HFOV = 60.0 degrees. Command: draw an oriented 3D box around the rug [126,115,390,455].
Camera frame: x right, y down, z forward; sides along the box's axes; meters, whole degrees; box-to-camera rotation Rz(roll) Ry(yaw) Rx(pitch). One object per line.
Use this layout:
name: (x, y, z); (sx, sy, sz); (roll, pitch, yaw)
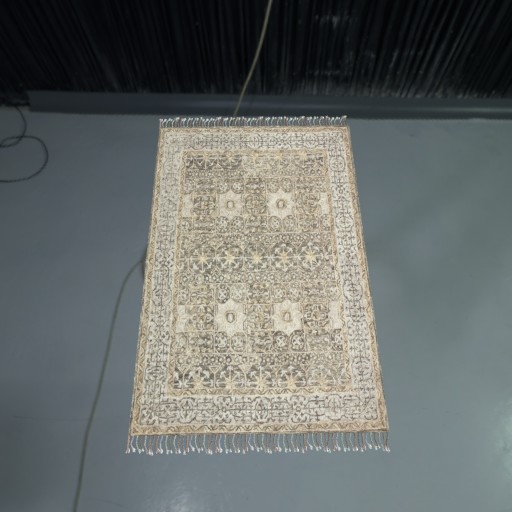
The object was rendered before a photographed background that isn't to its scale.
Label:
rug: (0.000, 0.000, 2.487); (1.237, 0.010, 2.029); (-1, 65, 0)
